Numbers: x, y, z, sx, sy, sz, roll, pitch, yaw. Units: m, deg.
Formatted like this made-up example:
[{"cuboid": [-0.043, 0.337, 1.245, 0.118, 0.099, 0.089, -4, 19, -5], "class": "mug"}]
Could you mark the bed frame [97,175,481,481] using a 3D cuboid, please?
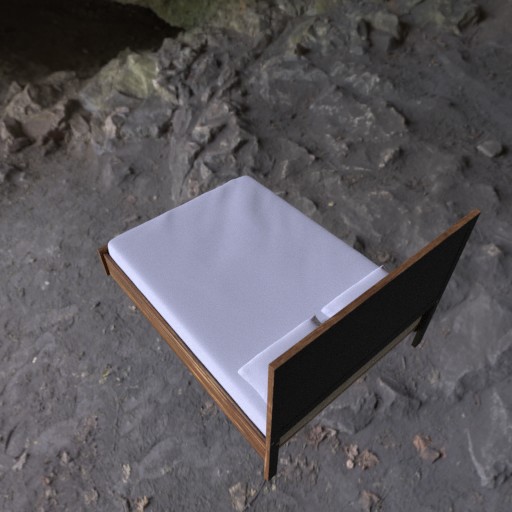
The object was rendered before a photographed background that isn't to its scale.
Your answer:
[{"cuboid": [0.000, 0.000, 3.443, 1.696, 1.417, 2.276, -31, 53, -27], "class": "bed frame"}]
